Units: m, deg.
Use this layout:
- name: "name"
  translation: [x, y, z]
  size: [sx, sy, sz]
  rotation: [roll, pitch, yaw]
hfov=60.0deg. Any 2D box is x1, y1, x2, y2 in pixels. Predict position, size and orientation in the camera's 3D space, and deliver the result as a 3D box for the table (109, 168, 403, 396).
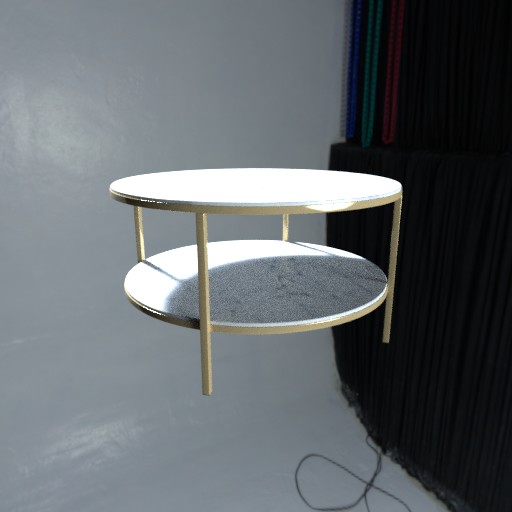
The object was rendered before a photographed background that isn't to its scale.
- name: "table"
  translation: [0.000, 0.000, 1.329]
  size: [0.800, 0.450, 0.800]
  rotation: [0, 16, 0]
